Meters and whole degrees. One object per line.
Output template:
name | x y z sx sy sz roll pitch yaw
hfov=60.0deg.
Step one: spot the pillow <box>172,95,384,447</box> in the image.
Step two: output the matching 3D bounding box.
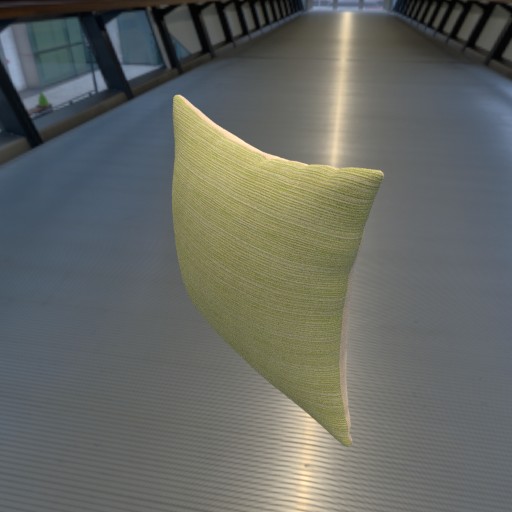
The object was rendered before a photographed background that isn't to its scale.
pillow | 0.000 0.000 0.820 0.229 0.487 0.560 -21 37 -29
